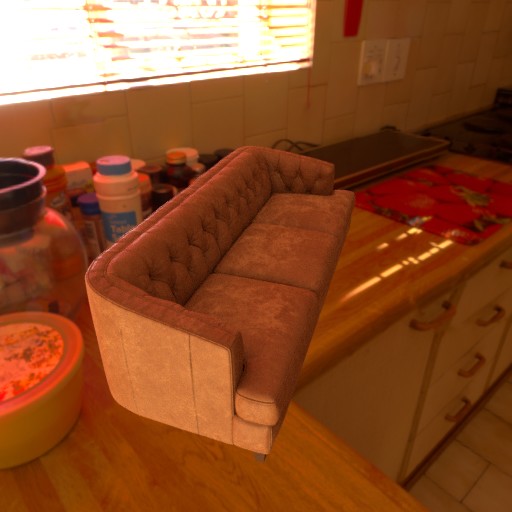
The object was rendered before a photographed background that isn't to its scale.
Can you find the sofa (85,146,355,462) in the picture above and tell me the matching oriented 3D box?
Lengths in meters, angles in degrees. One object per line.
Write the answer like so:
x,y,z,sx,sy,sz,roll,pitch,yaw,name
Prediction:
0.000,0.000,2.709,0.922,0.791,2.257,9,31,16,sofa
